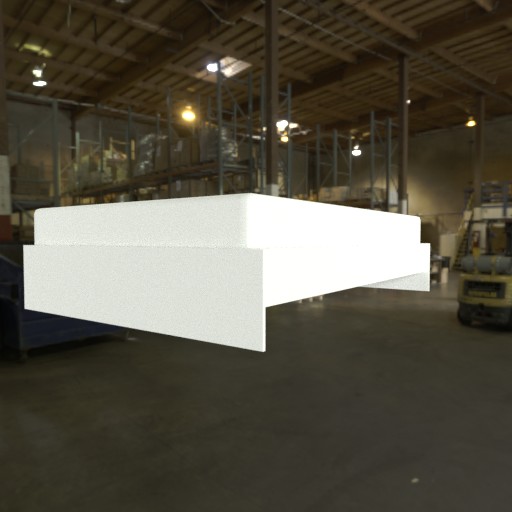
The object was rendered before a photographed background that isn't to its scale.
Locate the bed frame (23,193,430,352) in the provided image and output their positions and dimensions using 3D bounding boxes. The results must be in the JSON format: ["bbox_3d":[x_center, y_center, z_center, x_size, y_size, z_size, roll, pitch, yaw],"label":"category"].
[{"bbox_3d":[0.000,0.000,2.571,1.445,0.497,1.945,2,3,36],"label":"bed frame"}]
